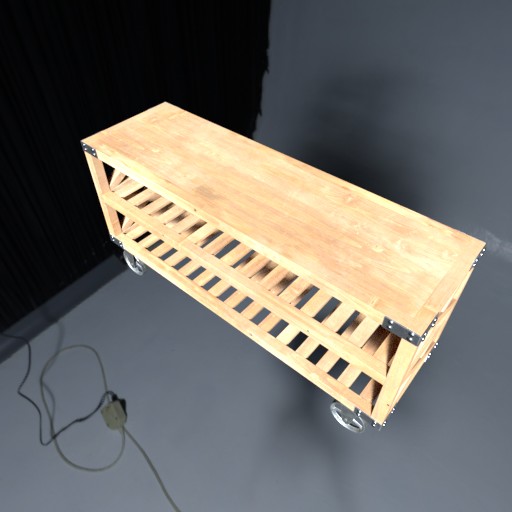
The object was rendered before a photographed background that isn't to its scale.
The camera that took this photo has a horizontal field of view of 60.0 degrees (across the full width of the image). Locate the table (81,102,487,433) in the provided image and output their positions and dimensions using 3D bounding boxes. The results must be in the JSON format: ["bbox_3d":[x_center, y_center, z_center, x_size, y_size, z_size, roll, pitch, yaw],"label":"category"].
[{"bbox_3d":[0.000,0.000,1.825,1.487,0.711,0.467,31,52,27],"label":"table"}]
